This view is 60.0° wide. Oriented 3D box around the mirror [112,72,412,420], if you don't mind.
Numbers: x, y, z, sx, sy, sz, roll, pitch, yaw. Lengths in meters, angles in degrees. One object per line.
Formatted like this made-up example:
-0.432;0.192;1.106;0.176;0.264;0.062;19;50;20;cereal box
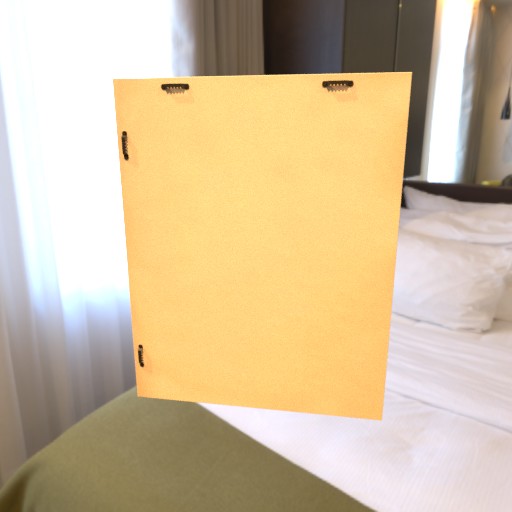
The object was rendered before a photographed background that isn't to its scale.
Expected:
0.000;0.000;0.674;0.406;0.509;0.041;2;15;9;mirror
